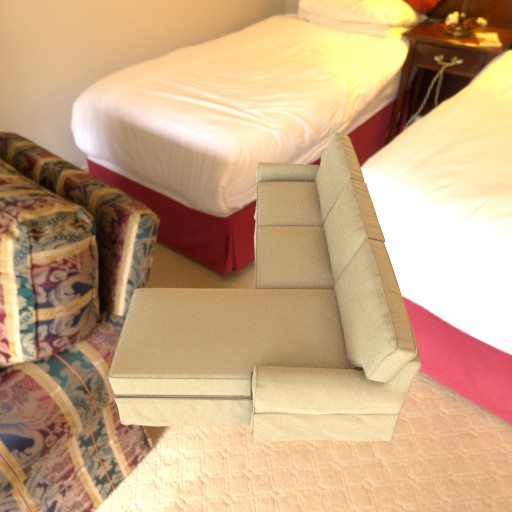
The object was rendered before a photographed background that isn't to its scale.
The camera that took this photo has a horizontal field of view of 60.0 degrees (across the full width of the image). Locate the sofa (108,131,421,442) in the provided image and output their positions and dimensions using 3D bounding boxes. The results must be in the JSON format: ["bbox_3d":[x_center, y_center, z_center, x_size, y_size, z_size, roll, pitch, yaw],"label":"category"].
[{"bbox_3d":[0.000,0.000,3.359,1.733,0.978,2.475,0,41,0],"label":"sofa"}]
